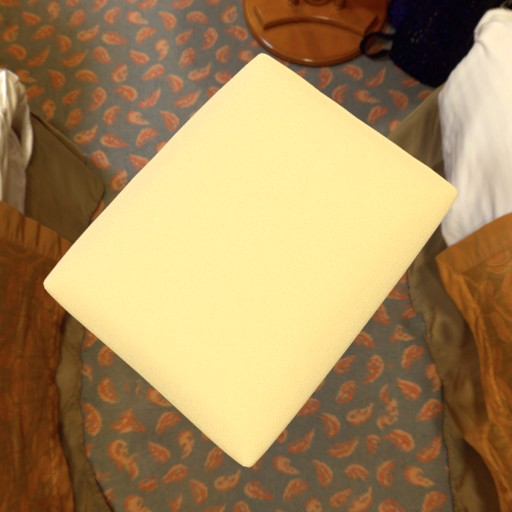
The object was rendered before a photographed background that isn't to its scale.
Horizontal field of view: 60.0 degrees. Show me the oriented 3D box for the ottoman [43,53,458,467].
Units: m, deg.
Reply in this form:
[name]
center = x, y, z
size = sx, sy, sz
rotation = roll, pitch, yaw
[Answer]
[ottoman]
center = 0.000, 0.000, 1.117
size = 0.584, 0.513, 0.741
rotation = 39, 79, 9
